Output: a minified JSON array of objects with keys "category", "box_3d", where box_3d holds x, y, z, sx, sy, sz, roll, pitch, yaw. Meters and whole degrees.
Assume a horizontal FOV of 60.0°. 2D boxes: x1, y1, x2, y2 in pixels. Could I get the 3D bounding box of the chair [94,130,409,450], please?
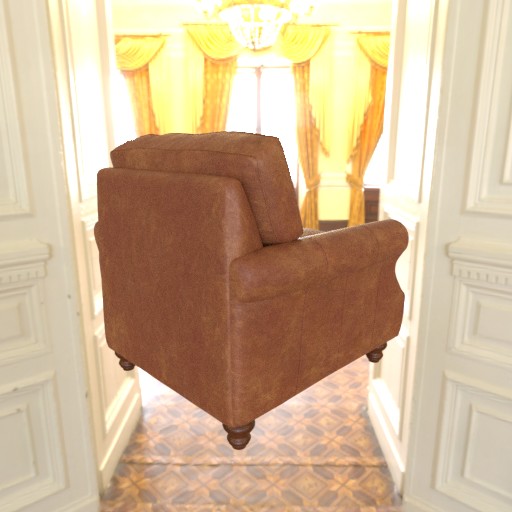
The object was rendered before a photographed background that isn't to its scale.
[{"category":"chair","box_3d":[0.000,0.000,1.798,0.986,0.962,0.983,-14,20,-43]}]
